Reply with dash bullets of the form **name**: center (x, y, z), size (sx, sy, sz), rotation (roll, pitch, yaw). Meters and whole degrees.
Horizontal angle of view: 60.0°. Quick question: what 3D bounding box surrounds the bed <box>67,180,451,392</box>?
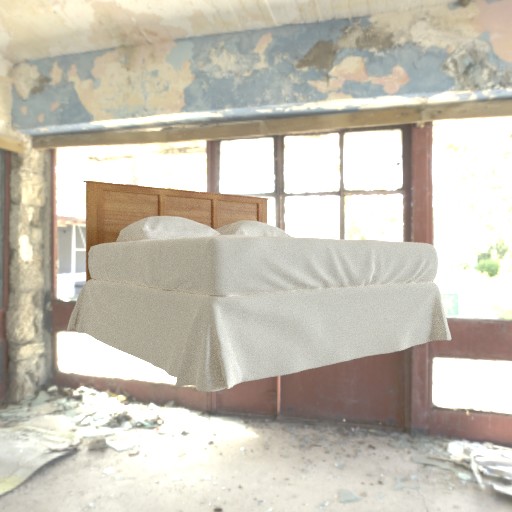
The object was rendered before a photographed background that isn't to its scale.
- **bed**: center (0.000, 0.000, 3.501), size (2.317, 1.270, 2.215), rotation (0, 0, -37)
